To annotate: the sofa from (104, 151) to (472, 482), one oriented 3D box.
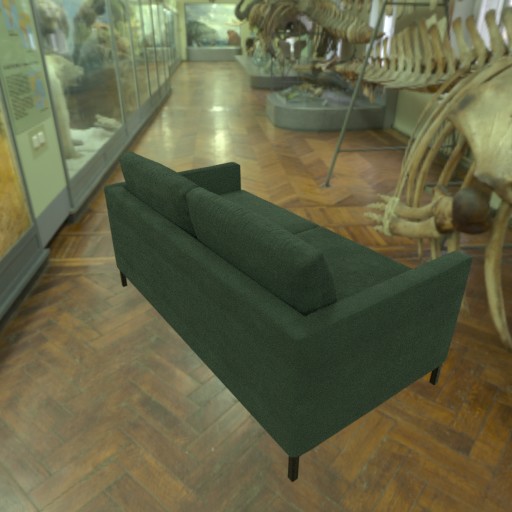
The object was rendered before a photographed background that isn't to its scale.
[{"bbox_3d":[0.000,0.000,2.126,0.875,0.817,1.676,-18,32,-31],"label":"sofa"}]
